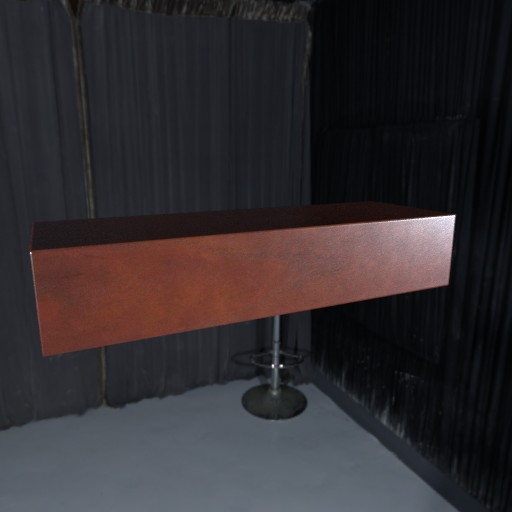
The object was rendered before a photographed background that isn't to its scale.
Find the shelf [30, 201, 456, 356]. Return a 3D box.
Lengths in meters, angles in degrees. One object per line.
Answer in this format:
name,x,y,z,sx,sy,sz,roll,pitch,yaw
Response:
shelf,0.000,0.000,0.513,0.457,0.088,0.152,-6,15,-25
